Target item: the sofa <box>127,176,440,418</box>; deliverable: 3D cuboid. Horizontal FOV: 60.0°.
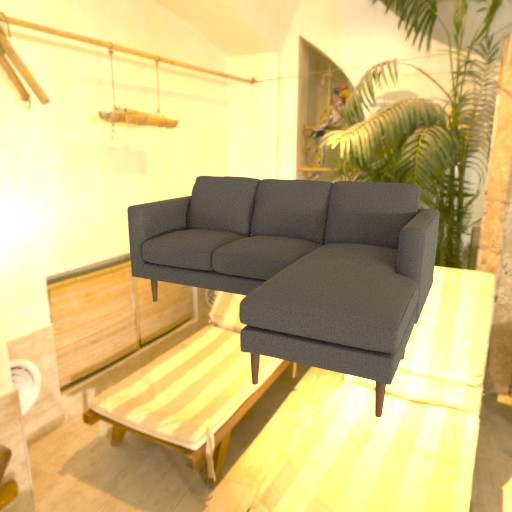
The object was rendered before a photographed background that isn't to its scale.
[{"bbox_3d":[0.000,0.000,2.842,2.031,0.897,1.591,7,16,26],"label":"sofa"}]
